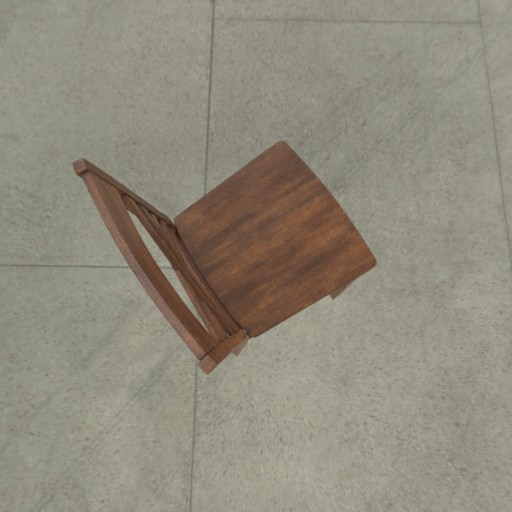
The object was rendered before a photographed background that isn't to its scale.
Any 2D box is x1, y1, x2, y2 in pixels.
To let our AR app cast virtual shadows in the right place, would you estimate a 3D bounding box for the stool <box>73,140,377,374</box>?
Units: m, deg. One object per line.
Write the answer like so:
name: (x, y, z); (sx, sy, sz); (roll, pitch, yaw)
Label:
stool: (0.000, 0.000, 1.331); (0.539, 1.079, 0.462); (-34, 78, -8)
